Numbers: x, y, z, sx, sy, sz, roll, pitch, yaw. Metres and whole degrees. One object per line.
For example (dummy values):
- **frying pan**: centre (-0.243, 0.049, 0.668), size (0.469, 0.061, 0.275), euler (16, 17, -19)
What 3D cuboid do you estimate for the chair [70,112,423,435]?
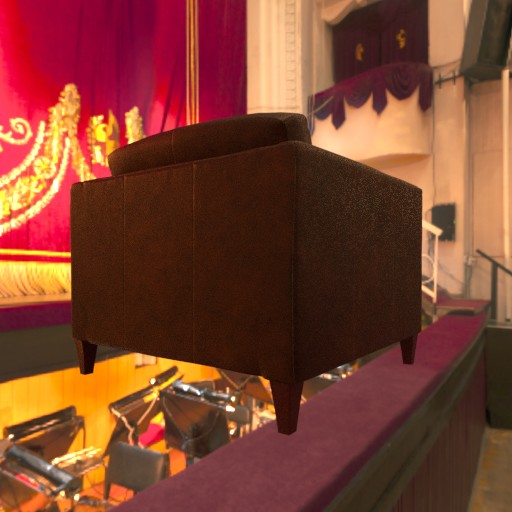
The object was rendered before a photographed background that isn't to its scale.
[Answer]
- **chair**: centre (0.000, 0.000, 1.709), size (0.990, 0.864, 0.975), euler (0, 0, 38)
